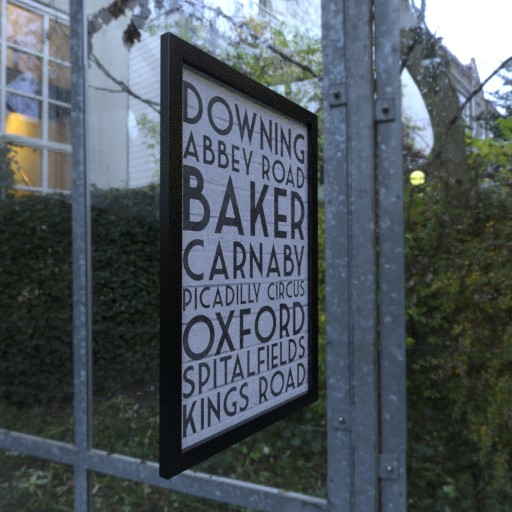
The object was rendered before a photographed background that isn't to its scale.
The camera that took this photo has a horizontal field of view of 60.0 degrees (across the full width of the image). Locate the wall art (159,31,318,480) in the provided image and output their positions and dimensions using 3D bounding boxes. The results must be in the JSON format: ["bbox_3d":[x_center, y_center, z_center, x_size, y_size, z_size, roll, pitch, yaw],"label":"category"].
[{"bbox_3d":[0.000,0.000,0.840,0.019,0.656,0.462,-1,-1,36],"label":"wall art"}]
